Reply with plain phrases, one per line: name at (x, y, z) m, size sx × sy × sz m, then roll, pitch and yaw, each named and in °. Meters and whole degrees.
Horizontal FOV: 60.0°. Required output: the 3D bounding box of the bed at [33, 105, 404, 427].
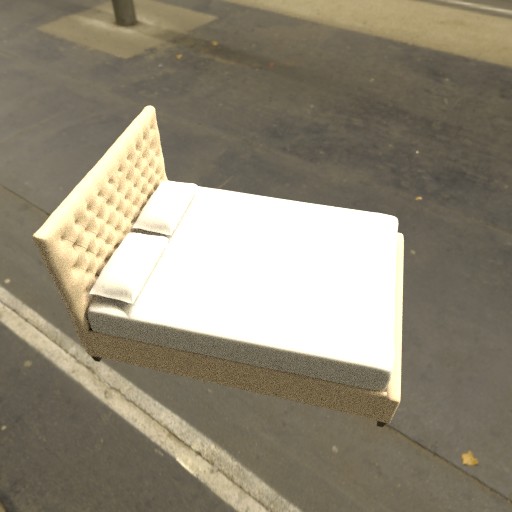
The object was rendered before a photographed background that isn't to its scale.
bed at (0.000, 0.000, 3.495) m, size 2.387 × 1.427 × 1.698 m, roll 10°, pitch 47°, yaw 10°
